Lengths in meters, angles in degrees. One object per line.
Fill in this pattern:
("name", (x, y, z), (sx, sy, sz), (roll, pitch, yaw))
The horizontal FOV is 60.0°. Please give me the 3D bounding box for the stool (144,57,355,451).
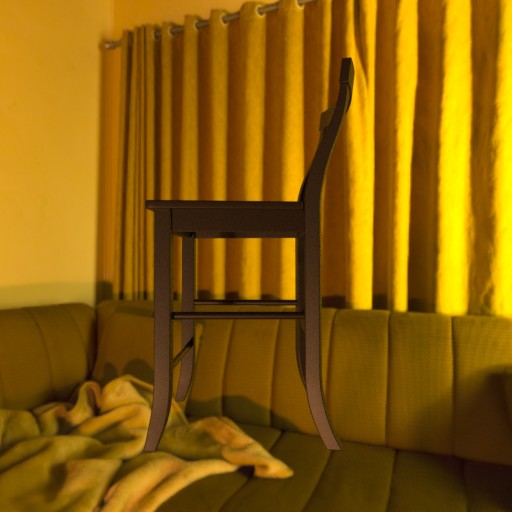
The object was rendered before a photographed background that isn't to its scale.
("stool", (0.000, 0.000, 1.324), (0.559, 0.989, 0.452), (0, 0, 1))
